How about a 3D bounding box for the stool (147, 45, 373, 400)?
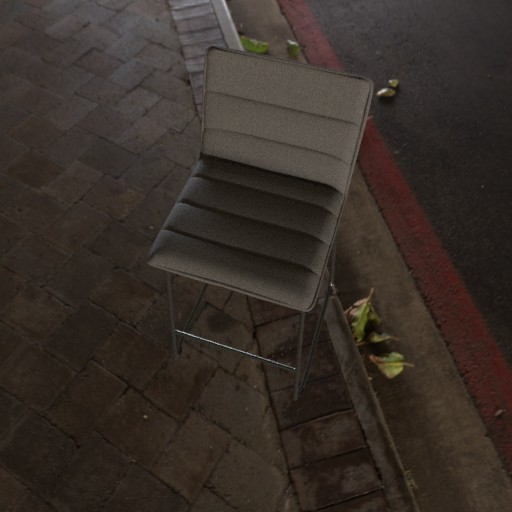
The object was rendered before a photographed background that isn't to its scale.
[{"bbox_3d":[0.000,0.000,1.269,0.490,0.960,0.490,16,60,9],"label":"stool"}]
